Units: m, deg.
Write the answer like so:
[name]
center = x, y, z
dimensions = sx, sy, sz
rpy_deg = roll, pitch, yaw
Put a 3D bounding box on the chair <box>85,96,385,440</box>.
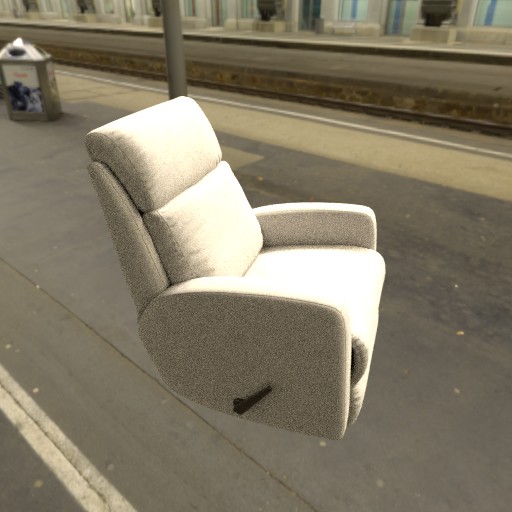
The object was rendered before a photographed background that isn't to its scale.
[chair]
center = 0.000, 0.000, 1.659
dimensions = 0.941, 1.015, 0.812
rpy_deg = 10, 31, 17
